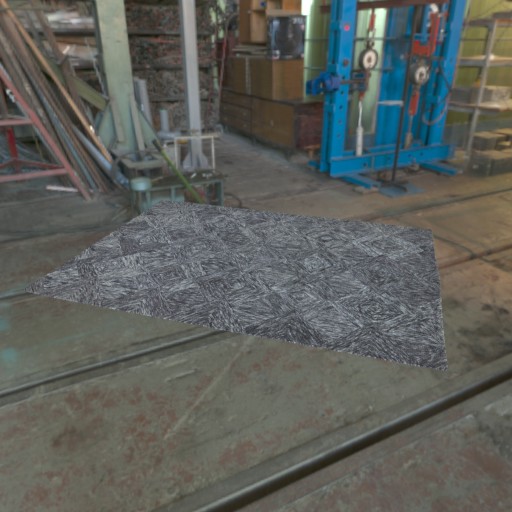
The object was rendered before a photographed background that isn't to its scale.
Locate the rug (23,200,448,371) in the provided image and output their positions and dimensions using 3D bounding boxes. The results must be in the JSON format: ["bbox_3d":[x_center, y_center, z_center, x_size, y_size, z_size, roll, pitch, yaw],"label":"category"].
[{"bbox_3d":[0.000,0.000,5.255,4.093,0.020,2.997,8,27,16],"label":"rug"}]
